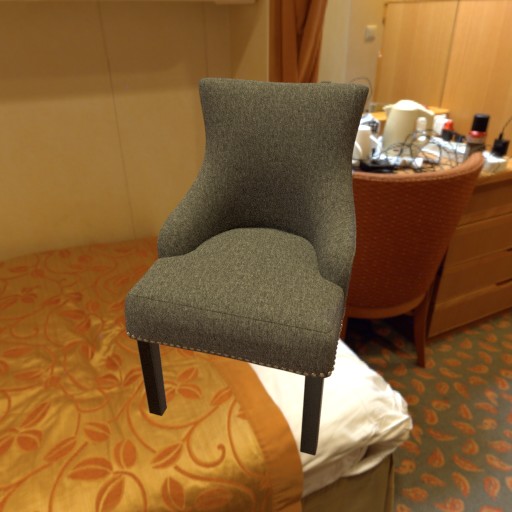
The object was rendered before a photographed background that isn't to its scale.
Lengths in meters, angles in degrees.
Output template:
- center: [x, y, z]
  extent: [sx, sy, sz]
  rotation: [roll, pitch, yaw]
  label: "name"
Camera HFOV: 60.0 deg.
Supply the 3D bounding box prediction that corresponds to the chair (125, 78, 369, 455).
- center: [0.000, 0.000, 1.303]
  extent: [0.566, 0.909, 0.629]
  rotation: [8, 30, 15]
  label: "chair"
